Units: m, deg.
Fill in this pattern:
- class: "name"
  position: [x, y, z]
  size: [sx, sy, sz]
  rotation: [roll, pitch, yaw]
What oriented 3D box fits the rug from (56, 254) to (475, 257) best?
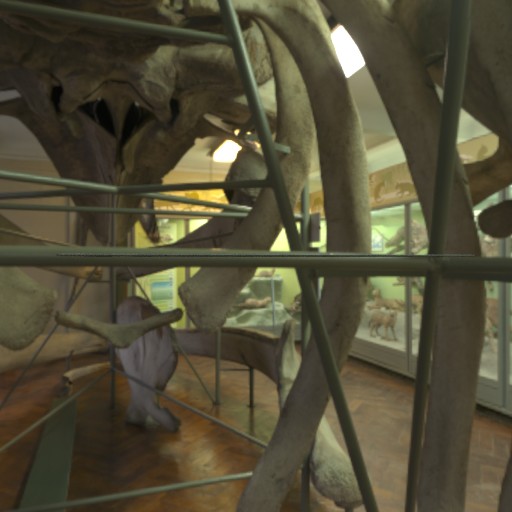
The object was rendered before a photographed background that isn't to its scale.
- class: "rug"
  position: [0.000, 0.000, 3.218]
  size: [2.476, 0.011, 1.554]
  rotation: [0, 0, -17]
